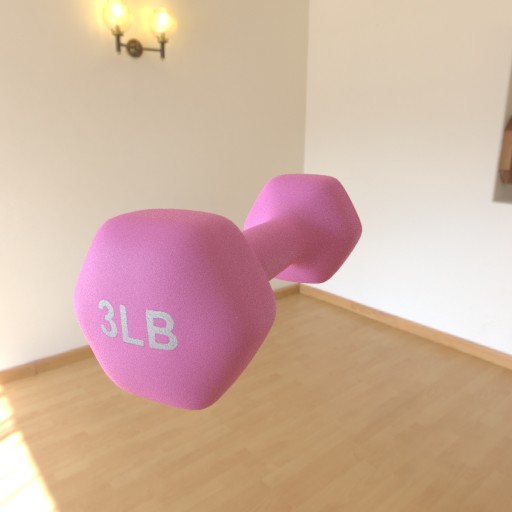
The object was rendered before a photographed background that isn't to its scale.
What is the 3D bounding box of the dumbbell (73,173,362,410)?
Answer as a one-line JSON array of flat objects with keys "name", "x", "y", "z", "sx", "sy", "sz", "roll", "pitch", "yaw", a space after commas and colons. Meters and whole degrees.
[{"name": "dumbbell", "x": 0.000, "y": 0.000, "z": 0.190, "sx": 0.064, "sy": 0.058, "sz": 0.159, "roll": 7, "pitch": 18, "yaw": 24}]
